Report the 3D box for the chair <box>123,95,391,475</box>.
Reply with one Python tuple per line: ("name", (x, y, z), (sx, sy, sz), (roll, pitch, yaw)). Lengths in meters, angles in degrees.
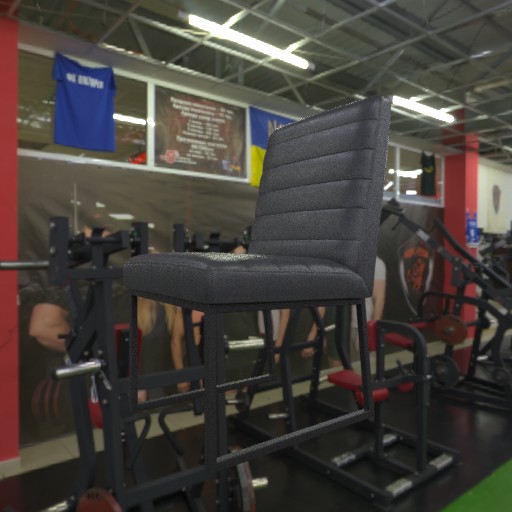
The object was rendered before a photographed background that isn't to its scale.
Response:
("chair", (0.000, 0.000, 1.309), (0.634, 0.930, 0.520), (-1, 1, -37))
